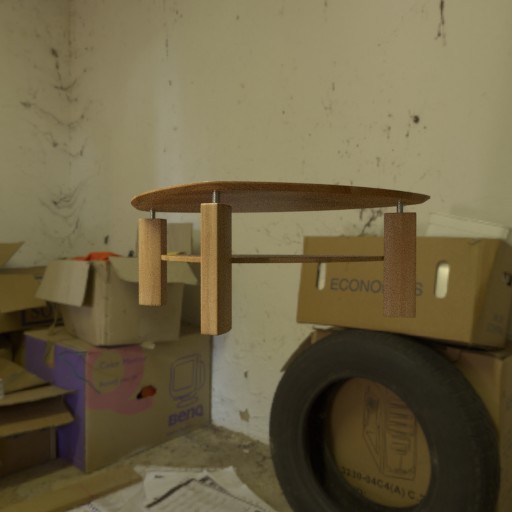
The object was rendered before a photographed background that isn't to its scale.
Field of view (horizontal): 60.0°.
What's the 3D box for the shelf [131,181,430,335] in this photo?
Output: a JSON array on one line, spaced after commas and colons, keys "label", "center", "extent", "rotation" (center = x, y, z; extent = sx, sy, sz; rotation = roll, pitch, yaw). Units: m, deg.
[{"label": "shelf", "center": [0.000, 0.000, 1.670], "extent": [1.240, 0.439, 0.863], "rotation": [0, 1, 18]}]
